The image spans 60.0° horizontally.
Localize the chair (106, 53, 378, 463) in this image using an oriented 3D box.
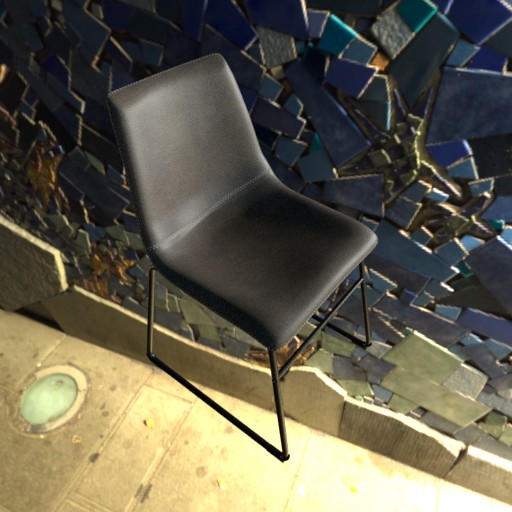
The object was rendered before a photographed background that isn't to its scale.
[{"bbox_3d":[0.000,0.000,1.097,0.550,0.780,0.460,28,49,27],"label":"chair"}]
